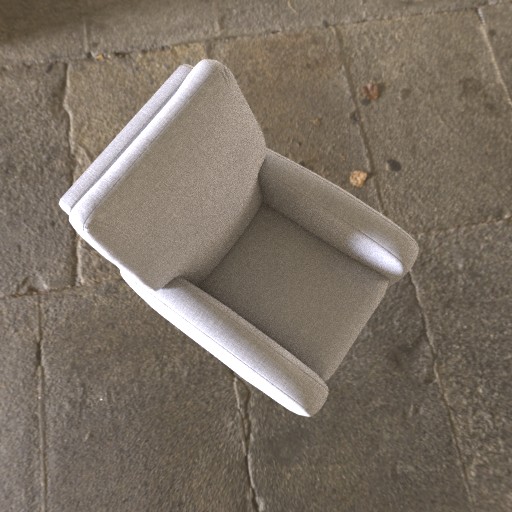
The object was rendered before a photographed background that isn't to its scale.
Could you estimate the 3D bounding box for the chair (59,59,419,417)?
[{"bbox_3d":[0.000,0.000,1.648,0.990,0.990,0.762,35,77,9],"label":"chair"}]
